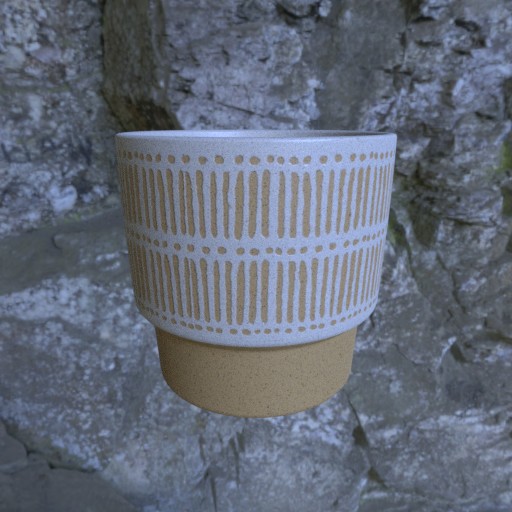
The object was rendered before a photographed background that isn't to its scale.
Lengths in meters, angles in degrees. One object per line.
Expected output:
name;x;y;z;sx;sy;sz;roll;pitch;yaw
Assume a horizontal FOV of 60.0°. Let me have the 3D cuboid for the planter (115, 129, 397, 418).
planter;0.000;0.000;0.563;0.317;0.303;0.317;0;17;0
